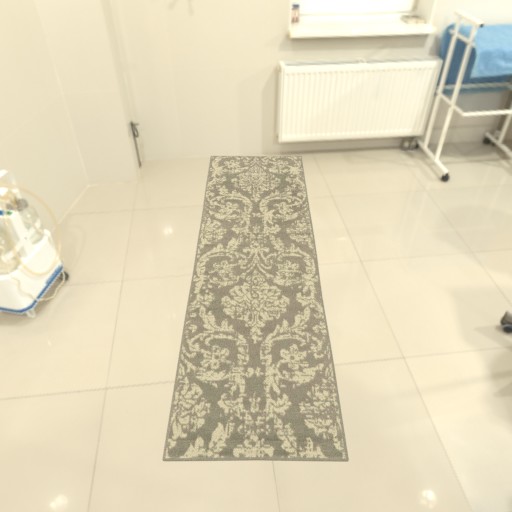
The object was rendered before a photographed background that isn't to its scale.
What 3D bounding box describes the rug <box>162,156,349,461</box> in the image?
[{"bbox_3d":[0.000,0.000,2.392,0.662,0.011,2.196,0,41,0],"label":"rug"}]
